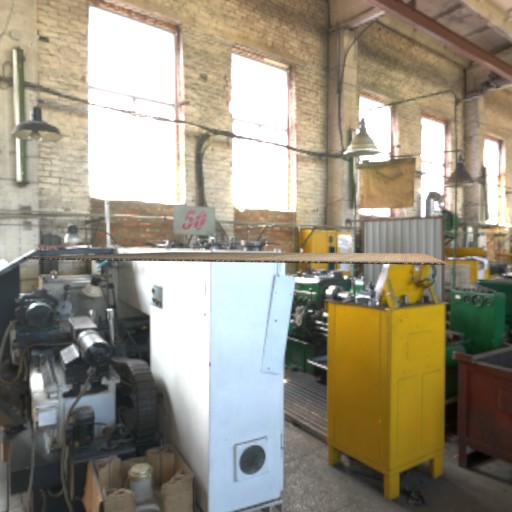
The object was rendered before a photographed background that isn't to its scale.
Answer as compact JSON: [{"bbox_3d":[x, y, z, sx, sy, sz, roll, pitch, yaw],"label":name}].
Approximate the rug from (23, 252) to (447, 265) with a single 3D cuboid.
[{"bbox_3d":[0.000,0.000,3.913,2.902,0.017,2.306,0,2,18],"label":"rug"}]
